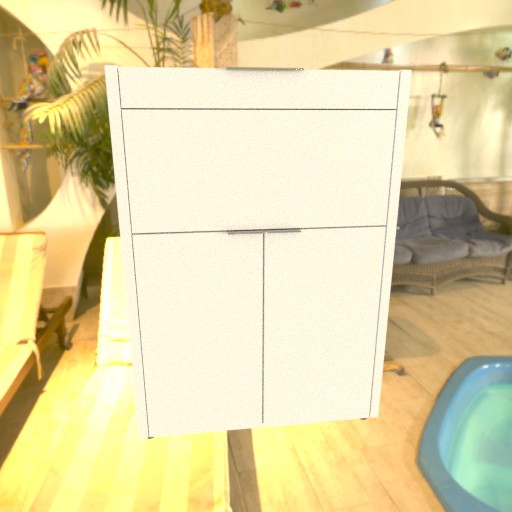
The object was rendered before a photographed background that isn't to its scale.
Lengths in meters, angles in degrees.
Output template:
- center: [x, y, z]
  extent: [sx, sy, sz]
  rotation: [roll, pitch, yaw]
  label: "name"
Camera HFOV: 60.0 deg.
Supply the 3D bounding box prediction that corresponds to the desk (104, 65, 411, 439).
- center: [0.000, 0.000, 1.560]
  extent: [0.850, 1.190, 0.390]
  rotation: [-2, 17, -7]
  label: "desk"
